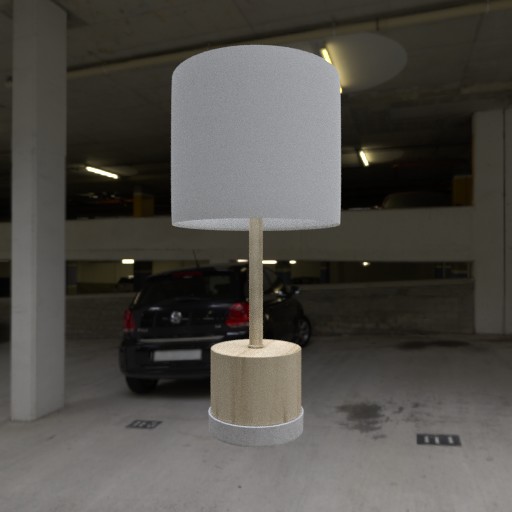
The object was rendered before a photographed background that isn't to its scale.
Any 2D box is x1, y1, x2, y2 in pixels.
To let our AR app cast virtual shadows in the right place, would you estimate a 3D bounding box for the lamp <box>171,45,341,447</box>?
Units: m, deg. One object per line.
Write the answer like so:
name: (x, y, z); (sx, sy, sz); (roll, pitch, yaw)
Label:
lamp: (0.000, 0.000, 0.607); (0.229, 0.470, 0.229); (0, 0, 18)
